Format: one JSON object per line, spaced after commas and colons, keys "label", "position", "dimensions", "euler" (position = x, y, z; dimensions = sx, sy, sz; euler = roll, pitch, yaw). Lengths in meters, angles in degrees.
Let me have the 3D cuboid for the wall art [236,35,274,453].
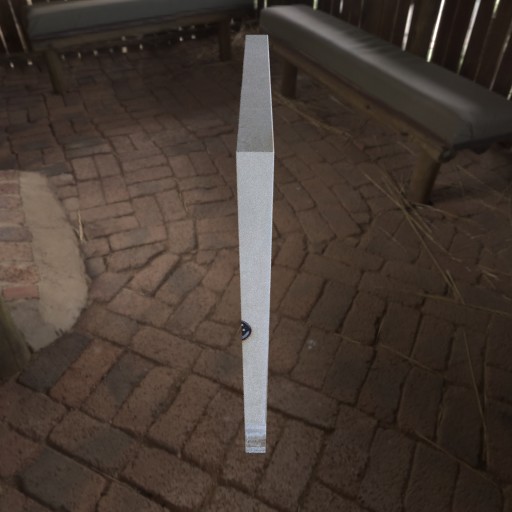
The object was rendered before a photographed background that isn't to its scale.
{"label": "wall art", "position": [0.000, 0.000, 0.770], "dimensions": [0.036, 0.607, 0.403], "euler": [0, 41, 0]}
